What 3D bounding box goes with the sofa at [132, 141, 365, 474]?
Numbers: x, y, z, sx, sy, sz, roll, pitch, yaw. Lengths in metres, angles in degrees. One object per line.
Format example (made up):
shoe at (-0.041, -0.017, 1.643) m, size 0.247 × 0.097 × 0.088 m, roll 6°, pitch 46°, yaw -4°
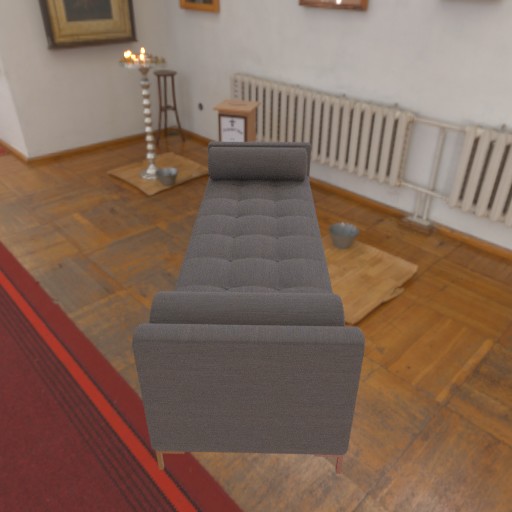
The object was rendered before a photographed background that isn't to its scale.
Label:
sofa at (0.000, 0.000, 2.274) m, size 0.686 × 0.635 × 1.981 m, roll 1°, pitch 31°, yaw 1°
